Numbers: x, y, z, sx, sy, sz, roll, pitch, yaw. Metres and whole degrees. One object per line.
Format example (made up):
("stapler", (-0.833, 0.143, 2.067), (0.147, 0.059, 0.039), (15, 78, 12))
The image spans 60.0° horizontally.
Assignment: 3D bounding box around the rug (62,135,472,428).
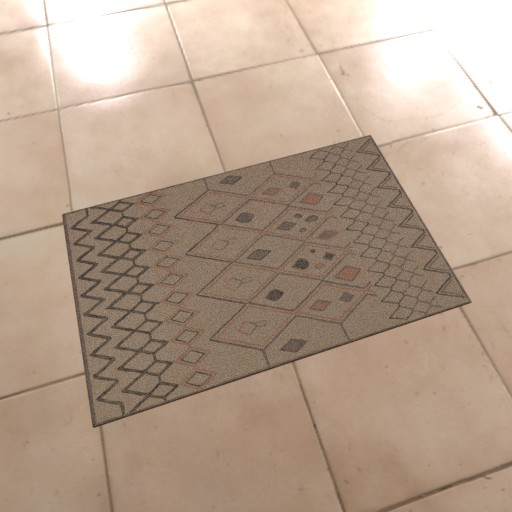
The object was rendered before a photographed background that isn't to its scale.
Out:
("rug", (0.000, 0.000, 3.025), (2.438, 0.015, 1.524), (-16, 63, -9))
